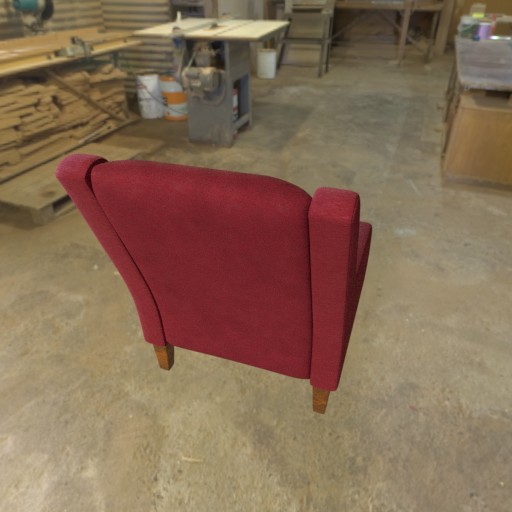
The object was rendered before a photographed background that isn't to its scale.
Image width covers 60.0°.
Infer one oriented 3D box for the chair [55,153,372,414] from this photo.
[{"bbox_3d":[0.000,0.000,1.689,0.793,1.017,0.985,11,34,16],"label":"chair"}]
